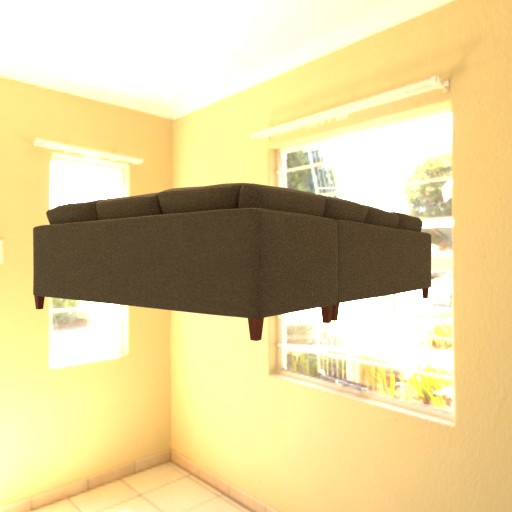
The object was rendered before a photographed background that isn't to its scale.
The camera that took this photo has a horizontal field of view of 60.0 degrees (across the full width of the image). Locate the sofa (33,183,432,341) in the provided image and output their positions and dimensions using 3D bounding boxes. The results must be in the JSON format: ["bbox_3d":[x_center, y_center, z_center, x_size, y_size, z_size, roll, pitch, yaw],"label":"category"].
[{"bbox_3d":[0.000,0.000,4.482,2.593,0.947,3.302,0,0,37],"label":"sofa"}]
